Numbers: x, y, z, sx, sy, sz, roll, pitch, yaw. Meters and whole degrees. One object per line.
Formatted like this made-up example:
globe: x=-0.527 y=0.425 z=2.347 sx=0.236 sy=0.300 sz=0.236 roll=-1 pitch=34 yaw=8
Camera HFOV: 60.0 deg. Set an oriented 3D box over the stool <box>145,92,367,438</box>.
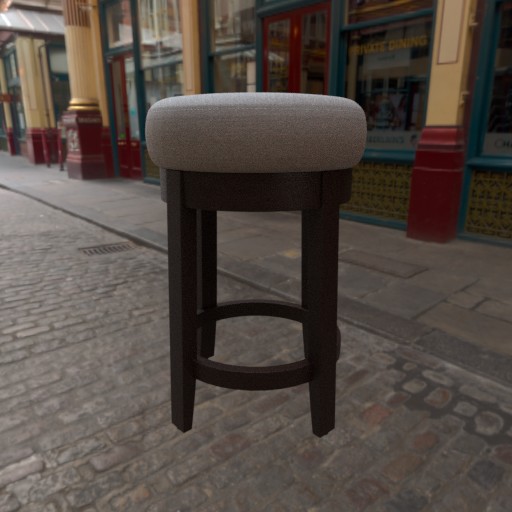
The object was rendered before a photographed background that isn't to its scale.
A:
stool: x=0.000 y=0.000 z=0.981 sx=0.443 sy=0.672 sz=0.443 roll=0 pitch=15 yaw=0
